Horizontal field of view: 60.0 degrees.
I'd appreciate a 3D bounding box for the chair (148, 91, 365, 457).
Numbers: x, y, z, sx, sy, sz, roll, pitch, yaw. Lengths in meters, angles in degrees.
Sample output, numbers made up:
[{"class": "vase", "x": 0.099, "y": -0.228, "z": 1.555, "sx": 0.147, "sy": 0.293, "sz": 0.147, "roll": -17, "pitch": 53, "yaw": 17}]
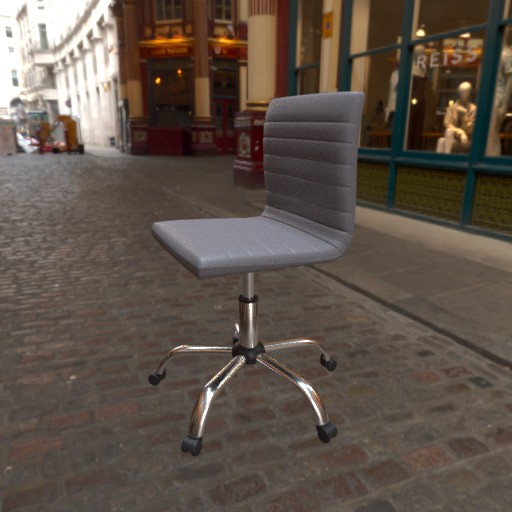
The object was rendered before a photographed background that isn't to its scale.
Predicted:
[{"class": "chair", "x": 0.000, "y": 0.000, "z": 1.127, "sx": 0.530, "sy": 0.780, "sz": 0.556, "roll": -8, "pitch": 19, "yaw": -25}]
